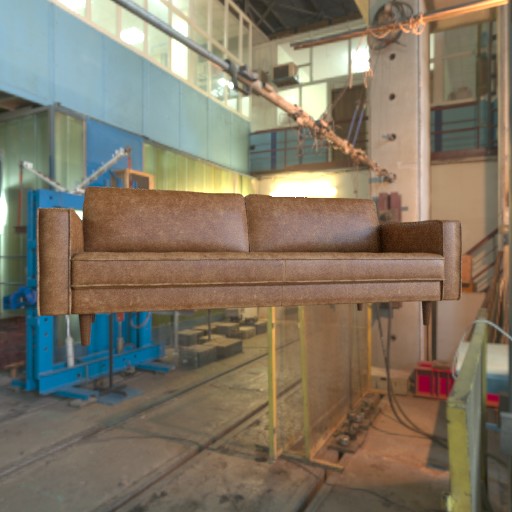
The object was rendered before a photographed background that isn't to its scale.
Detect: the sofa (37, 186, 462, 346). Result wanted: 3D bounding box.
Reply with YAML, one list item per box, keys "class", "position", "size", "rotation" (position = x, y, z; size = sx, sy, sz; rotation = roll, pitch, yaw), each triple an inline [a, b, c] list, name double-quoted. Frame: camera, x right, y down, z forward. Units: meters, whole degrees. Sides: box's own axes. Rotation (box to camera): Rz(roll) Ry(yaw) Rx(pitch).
- class: "sofa"
  position: [0.000, 0.000, 2.539]
  size: [2.199, 0.779, 0.886]
  rotation: [0, 0, -18]
